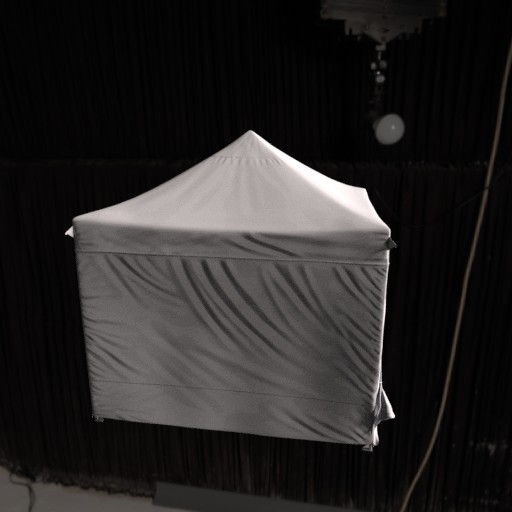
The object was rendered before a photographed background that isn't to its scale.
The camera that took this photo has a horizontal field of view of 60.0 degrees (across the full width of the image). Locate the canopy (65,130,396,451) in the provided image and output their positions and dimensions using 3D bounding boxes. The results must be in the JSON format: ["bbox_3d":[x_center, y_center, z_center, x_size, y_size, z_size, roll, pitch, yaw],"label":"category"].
[{"bbox_3d":[0.000,0.000,5.499,3.121,2.997,3.043,2,15,9],"label":"canopy"}]
